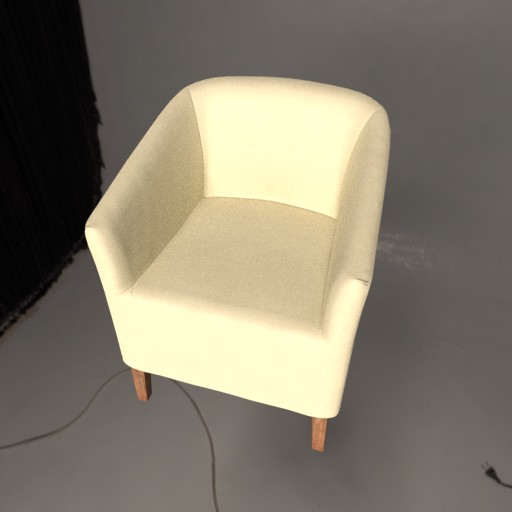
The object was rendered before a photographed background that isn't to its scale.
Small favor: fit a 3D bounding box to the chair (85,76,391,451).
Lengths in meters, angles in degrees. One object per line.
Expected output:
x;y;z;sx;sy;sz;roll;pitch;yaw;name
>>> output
0.000;0.000;1.303;0.643;0.822;0.657;11;42;13;chair
